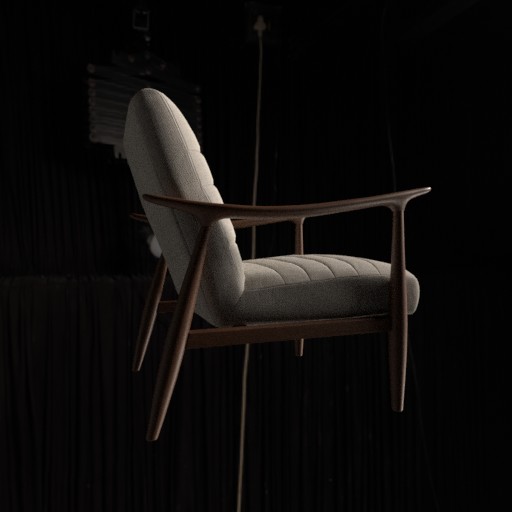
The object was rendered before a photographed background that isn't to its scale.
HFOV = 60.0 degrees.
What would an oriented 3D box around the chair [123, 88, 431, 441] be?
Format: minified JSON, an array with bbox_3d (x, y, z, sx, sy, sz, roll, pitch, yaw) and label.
[{"bbox_3d":[0.000,0.000,1.417,0.798,0.832,0.741,0,1,-19],"label":"chair"}]
